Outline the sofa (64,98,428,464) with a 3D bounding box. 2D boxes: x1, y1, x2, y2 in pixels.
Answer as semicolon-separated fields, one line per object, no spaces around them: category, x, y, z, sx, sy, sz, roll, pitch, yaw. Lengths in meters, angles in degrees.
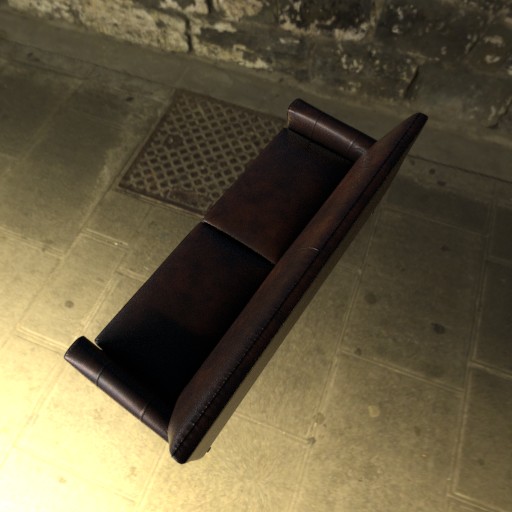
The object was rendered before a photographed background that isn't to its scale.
sofa;0.000;0.000;2.394;0.786;0.871;1.995;32;67;15
